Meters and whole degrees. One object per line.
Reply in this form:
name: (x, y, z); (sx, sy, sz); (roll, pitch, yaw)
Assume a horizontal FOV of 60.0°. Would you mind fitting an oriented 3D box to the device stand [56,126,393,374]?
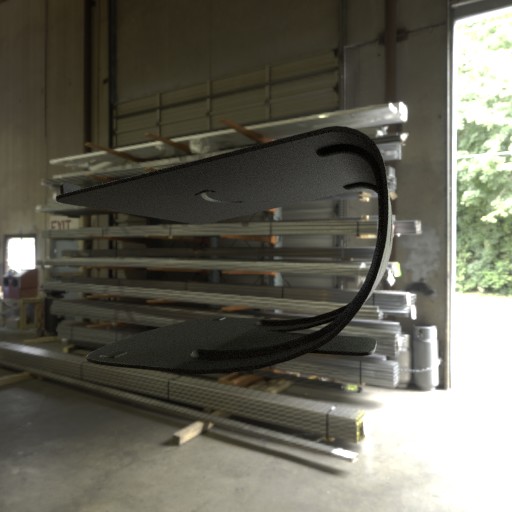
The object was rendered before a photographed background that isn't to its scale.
device stand: (0.000, 0.000, 0.404); (0.236, 0.155, 0.256); (0, 0, 18)
